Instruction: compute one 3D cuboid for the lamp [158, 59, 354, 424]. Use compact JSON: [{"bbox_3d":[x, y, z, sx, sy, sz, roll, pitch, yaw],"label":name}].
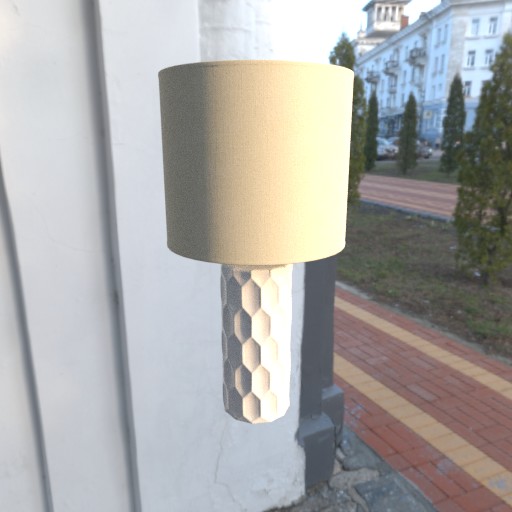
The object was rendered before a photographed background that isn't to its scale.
[{"bbox_3d":[0.000,0.000,0.707,0.277,0.537,0.277,-2,15,-8],"label":"lamp"}]
